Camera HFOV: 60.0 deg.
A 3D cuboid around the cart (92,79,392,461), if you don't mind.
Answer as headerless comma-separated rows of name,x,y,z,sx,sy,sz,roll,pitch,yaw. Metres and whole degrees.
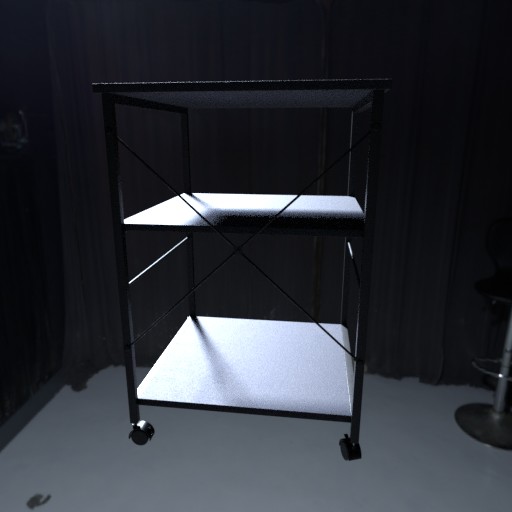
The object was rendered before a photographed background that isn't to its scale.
cart,0.000,0.000,1.108,0.521,0.762,0.520,2,16,8
